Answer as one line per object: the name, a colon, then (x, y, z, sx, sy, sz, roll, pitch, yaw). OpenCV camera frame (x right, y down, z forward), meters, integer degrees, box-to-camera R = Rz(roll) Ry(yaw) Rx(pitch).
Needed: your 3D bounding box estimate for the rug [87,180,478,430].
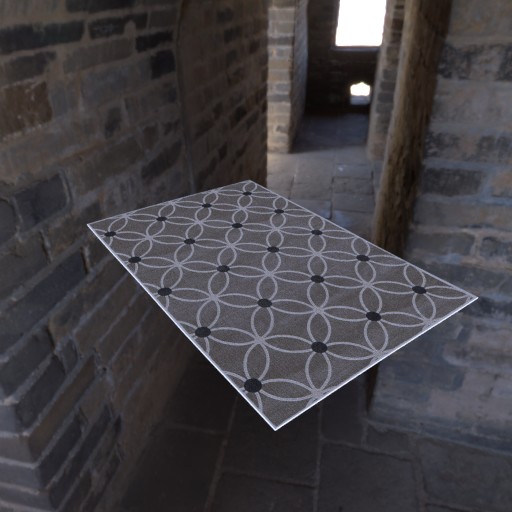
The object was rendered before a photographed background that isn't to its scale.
rug: (0.000, 0.000, 2.967, 1.522, 0.008, 2.284, -21, 37, -31)
